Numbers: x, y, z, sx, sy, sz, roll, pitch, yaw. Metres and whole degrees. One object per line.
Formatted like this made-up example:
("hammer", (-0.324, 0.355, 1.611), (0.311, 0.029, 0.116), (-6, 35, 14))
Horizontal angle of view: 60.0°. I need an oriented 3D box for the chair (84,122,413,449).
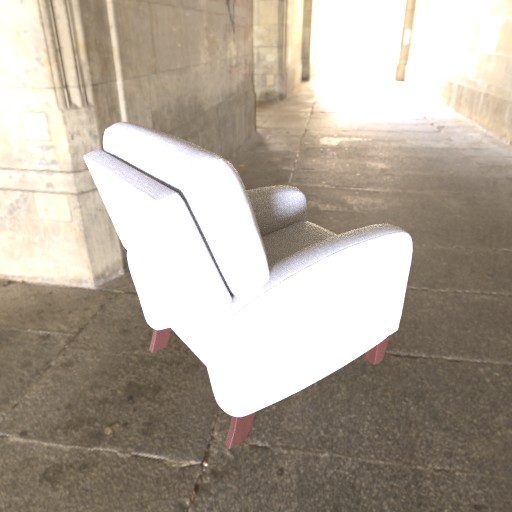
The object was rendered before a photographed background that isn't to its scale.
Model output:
("chair", (0.000, 0.000, 1.689), (0.990, 0.990, 0.762), (-18, 31, -32))
